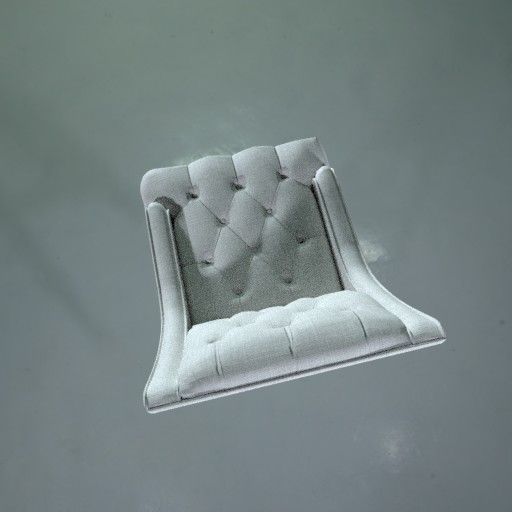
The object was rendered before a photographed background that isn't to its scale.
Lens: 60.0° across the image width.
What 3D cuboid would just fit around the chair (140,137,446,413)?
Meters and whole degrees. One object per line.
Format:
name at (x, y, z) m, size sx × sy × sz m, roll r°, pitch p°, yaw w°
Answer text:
chair at (0.000, 0.000, 1.407) m, size 0.658 × 0.891 × 0.772 m, roll -13°, pitch 75°, yaw -4°
